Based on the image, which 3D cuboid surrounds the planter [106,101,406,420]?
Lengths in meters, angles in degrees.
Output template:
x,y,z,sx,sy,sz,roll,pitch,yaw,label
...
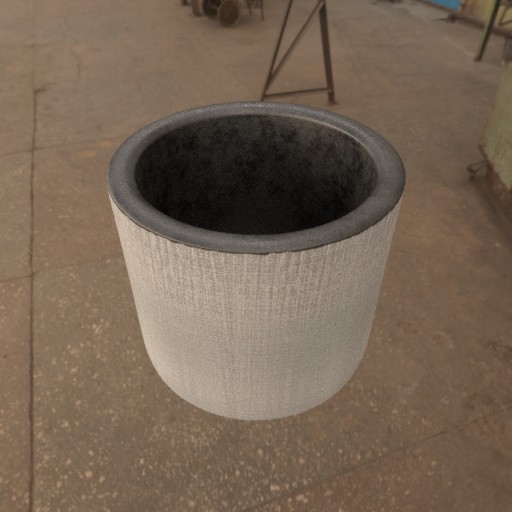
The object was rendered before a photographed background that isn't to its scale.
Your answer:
x,y,z,sx,sy,sz,roll,pitch,yaw,label
0.000,0.000,0.223,0.125,0.112,0.125,0,41,0,planter
